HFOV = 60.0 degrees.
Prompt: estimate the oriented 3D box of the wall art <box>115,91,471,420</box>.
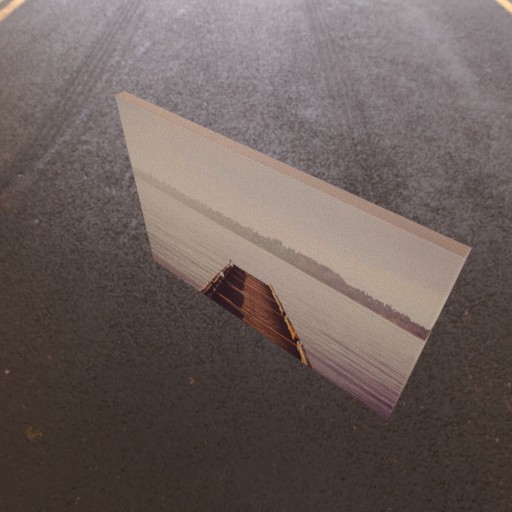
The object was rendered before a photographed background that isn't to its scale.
[{"bbox_3d":[0.000,0.000,0.778,0.615,0.410,0.021,31,53,27],"label":"wall art"}]
